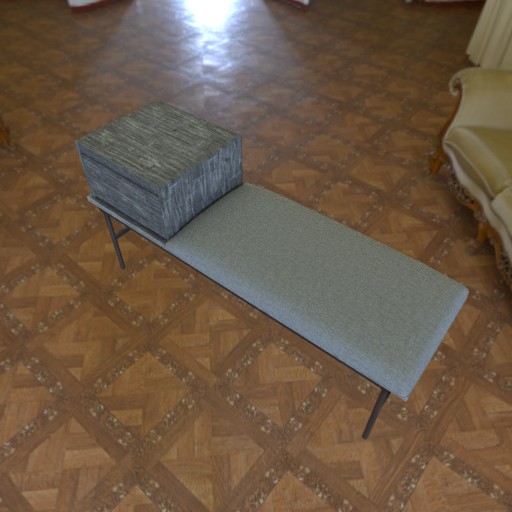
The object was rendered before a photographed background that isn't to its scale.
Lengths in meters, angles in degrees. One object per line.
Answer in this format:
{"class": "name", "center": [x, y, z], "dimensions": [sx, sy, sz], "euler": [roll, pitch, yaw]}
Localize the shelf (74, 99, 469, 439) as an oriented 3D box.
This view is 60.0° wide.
{"class": "shelf", "center": [0.000, 0.000, 1.608], "dimensions": [1.342, 0.633, 0.457], "euler": [30, 53, 26]}
